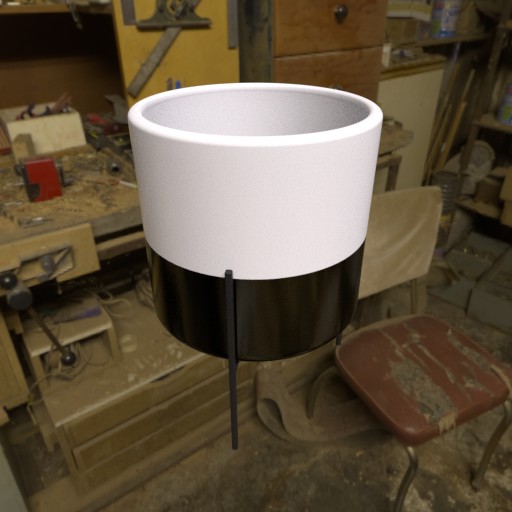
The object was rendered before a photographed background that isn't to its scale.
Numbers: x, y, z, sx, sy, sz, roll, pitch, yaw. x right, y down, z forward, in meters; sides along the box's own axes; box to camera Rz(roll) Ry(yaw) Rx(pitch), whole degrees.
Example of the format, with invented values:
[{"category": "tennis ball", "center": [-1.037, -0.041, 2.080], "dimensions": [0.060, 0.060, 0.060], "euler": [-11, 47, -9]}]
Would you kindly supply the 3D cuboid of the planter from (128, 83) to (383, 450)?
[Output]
[{"category": "planter", "center": [0.000, 0.000, 0.648], "dimensions": [0.310, 0.432, 0.310], "euler": [-20, 36, -29]}]
